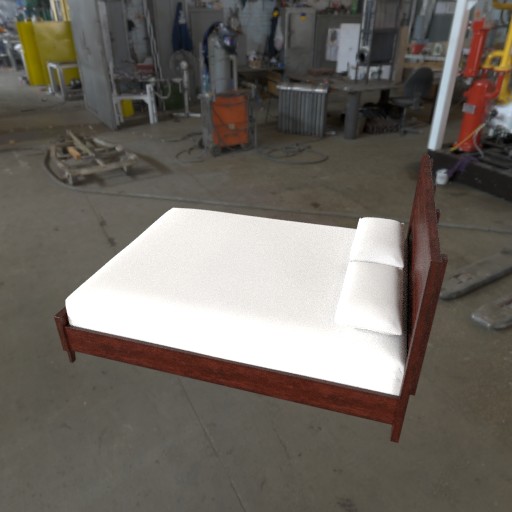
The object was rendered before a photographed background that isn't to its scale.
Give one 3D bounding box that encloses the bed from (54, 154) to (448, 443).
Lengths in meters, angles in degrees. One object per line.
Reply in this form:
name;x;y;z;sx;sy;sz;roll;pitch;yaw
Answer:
bed;0.000;0.000;3.956;2.803;1.492;2.040;9;31;15
